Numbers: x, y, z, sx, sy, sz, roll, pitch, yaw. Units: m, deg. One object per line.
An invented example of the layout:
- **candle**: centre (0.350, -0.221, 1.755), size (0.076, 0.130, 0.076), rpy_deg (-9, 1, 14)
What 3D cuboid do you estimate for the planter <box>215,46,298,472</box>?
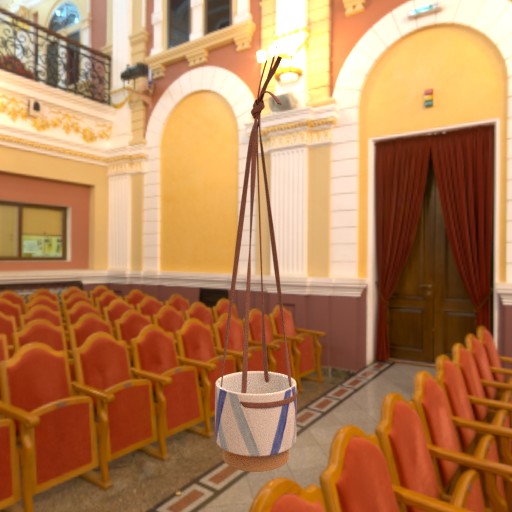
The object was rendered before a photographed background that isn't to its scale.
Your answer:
- **planter**: centre (0.000, 0.000, 0.833), size (0.157, 0.753, 0.153), rpy_deg (0, 1, 36)
